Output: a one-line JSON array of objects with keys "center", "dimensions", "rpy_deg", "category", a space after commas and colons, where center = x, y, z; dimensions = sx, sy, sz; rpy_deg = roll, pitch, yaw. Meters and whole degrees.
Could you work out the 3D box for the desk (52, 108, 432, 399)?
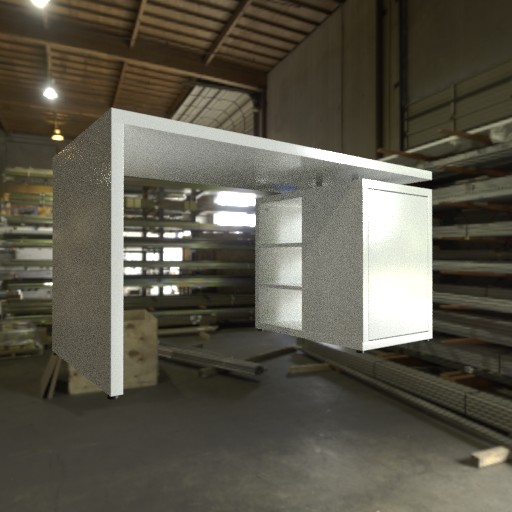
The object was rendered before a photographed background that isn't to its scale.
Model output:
[{"center": [0.000, 0.000, 1.806], "dimensions": [1.400, 0.740, 0.690], "rpy_deg": [0, 0, -36], "category": "desk"}]
